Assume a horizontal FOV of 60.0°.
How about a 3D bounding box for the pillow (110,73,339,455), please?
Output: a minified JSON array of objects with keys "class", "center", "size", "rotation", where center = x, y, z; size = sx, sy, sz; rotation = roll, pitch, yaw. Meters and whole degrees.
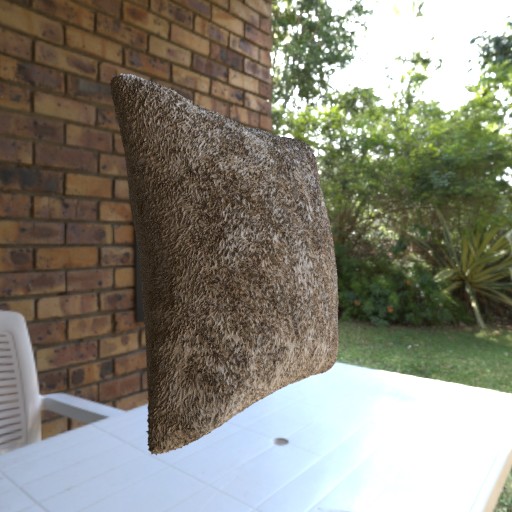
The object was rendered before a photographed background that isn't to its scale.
[{"class":"pillow","center":[0.000,0.000,0.793],"size":[0.218,0.515,0.529],"rotation":[1,2,34]}]
